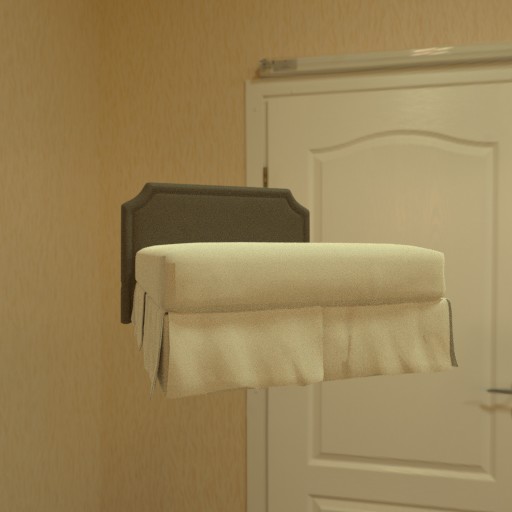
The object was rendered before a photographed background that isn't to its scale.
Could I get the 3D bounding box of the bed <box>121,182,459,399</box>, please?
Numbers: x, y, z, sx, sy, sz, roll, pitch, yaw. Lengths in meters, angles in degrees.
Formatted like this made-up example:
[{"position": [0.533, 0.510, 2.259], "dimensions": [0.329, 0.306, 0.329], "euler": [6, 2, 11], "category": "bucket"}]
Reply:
[{"position": [0.000, 0.000, 3.223], "dimensions": [1.831, 1.297, 2.181], "euler": [0, 1, -19], "category": "bed"}]
